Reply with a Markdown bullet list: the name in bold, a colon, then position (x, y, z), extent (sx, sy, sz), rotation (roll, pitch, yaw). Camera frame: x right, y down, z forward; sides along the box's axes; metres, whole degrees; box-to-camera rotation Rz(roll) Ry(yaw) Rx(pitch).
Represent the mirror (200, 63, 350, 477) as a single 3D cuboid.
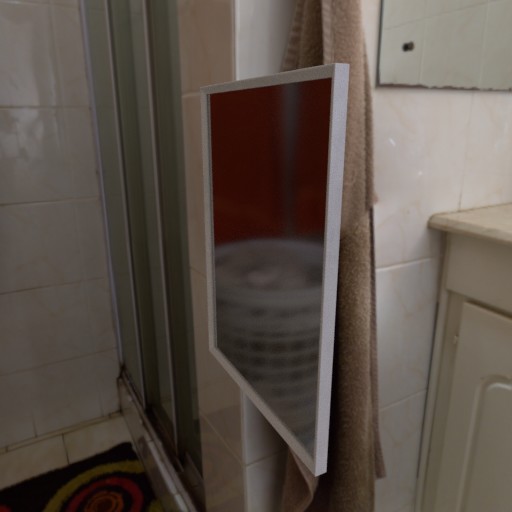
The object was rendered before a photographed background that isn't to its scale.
- **mirror**: position (0.000, 0.000, 1.362), extent (0.041, 1.016, 0.762), rotation (-9, 19, -26)
